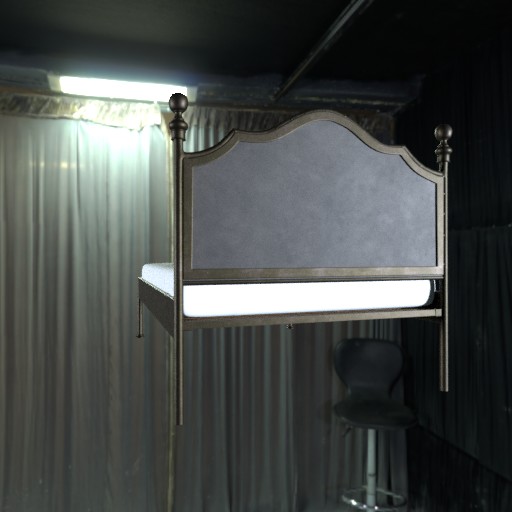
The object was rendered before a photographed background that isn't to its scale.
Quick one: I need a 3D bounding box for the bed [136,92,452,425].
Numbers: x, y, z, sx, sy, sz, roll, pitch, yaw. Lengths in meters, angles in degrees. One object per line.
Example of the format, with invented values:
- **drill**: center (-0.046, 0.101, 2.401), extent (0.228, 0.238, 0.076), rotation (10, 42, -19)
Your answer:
- **bed**: center (0.000, 0.000, 3.170), extent (1.533, 1.462, 2.170), rotation (0, 0, -19)
